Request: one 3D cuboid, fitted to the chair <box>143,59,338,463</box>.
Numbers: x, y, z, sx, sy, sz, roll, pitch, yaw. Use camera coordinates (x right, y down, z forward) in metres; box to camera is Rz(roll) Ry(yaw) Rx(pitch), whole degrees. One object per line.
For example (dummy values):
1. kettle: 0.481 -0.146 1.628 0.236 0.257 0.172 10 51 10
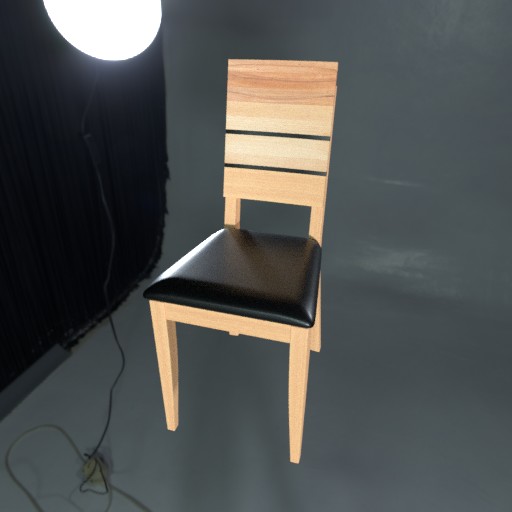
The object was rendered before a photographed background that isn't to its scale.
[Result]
1. chair: 0.000 0.000 1.205 0.410 0.940 0.520 8 29 15
